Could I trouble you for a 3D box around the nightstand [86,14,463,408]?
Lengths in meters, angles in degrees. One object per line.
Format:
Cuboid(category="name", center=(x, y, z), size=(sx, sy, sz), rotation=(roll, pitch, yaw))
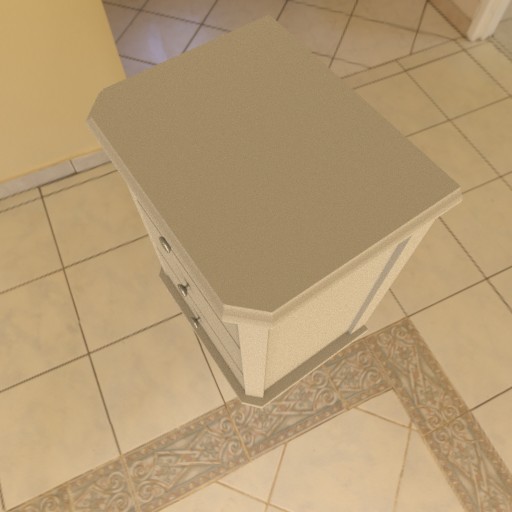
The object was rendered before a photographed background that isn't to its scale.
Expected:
Cuboid(category="nightstand", center=(0.000, 0.000, 0.910), size=(0.350, 0.680, 0.450), rotation=(-32, 67, -15))
